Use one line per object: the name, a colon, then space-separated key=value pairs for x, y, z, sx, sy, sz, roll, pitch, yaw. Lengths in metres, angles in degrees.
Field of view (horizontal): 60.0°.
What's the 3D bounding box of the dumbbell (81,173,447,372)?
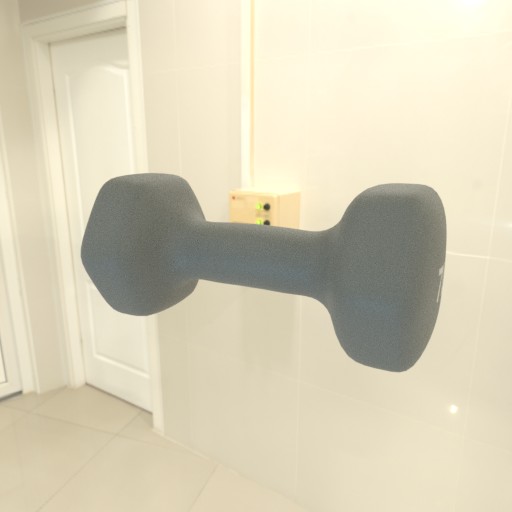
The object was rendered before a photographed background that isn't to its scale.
dumbbell: x=0.000 y=0.000 z=0.235 sx=0.184 sy=0.081 sz=0.090 roll=7 pitch=17 yaw=26
